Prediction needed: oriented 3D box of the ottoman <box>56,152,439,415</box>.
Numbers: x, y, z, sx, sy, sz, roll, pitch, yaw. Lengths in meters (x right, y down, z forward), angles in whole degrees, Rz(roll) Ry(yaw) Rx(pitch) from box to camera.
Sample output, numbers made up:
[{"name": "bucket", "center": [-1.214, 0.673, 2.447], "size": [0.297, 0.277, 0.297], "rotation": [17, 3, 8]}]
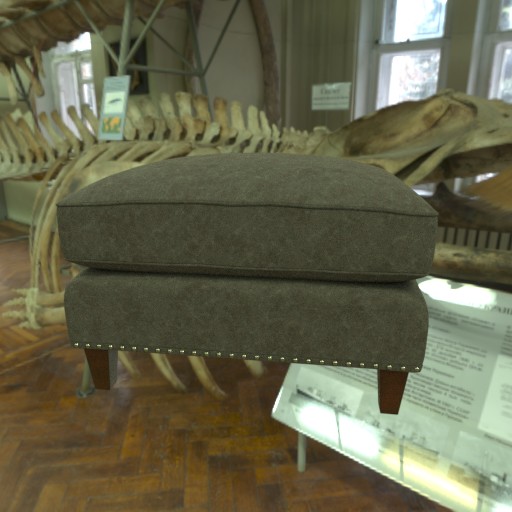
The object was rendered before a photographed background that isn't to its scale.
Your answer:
[{"name": "ottoman", "center": [0.000, 0.000, 1.138], "size": [0.741, 0.513, 0.584], "rotation": [2, 17, 8]}]
